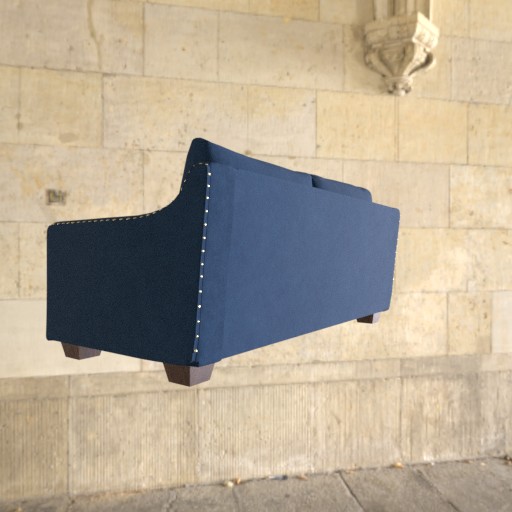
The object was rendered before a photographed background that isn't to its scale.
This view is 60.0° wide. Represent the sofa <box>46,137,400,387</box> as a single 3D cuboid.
[{"bbox_3d":[0.000,0.000,2.718,1.104,0.983,2.107,0,0,36],"label":"sofa"}]
